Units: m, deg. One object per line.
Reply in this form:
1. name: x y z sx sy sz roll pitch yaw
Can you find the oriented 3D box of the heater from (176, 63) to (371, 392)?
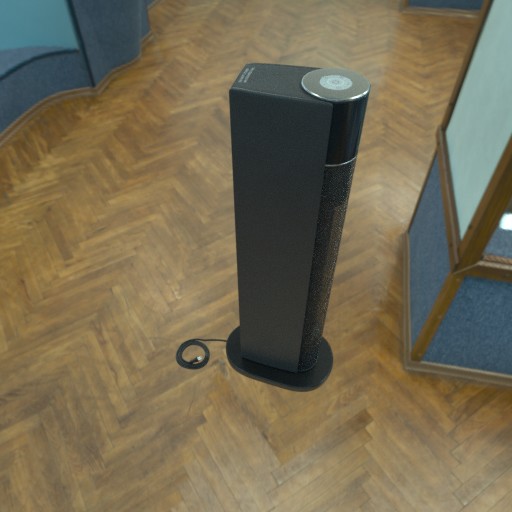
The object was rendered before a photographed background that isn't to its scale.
1. heater: 0.000 0.000 1.031 0.458 0.856 0.214 11 47 10
